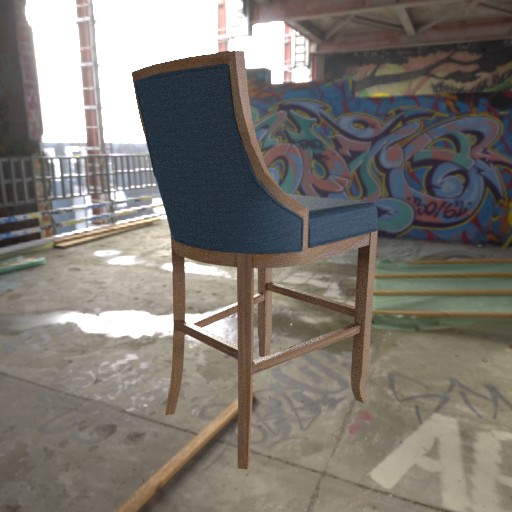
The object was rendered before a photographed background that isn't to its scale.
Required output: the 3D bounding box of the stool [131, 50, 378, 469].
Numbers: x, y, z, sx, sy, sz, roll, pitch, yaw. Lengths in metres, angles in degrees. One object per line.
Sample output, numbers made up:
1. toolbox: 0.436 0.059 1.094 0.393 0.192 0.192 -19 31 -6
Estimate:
1. stool: 0.000 0.000 1.430 0.524 1.101 0.626 14 20 43
